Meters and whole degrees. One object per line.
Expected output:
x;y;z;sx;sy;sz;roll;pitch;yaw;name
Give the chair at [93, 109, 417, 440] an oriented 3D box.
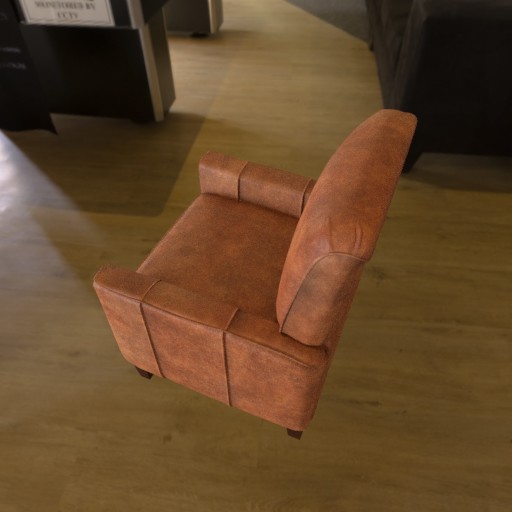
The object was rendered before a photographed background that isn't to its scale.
0.000;0.000;1.636;0.836;1.043;0.843;17;48;16;chair
